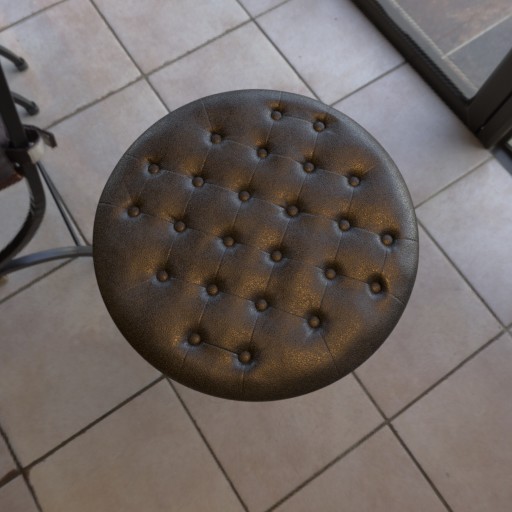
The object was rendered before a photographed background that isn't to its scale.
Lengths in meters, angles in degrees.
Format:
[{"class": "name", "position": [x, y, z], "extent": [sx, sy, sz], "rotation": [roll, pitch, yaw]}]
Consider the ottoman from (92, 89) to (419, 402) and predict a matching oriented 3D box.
[{"class": "ottoman", "position": [0.000, 0.000, 1.044], "extent": [0.637, 0.442, 0.637], "rotation": [0, 75, 0]}]
